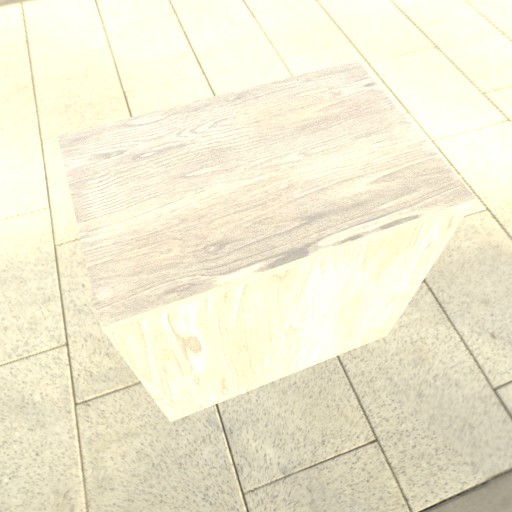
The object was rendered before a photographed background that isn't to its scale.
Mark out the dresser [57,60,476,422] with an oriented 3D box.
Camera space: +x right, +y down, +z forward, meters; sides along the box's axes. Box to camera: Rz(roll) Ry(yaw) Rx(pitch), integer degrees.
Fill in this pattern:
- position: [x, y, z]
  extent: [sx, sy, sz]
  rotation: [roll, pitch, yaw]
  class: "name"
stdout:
- position: [0.000, 0.000, 1.326]
  extent: [0.809, 0.762, 0.529]
  rotation: [-19, 59, -11]
  class: "dresser"
